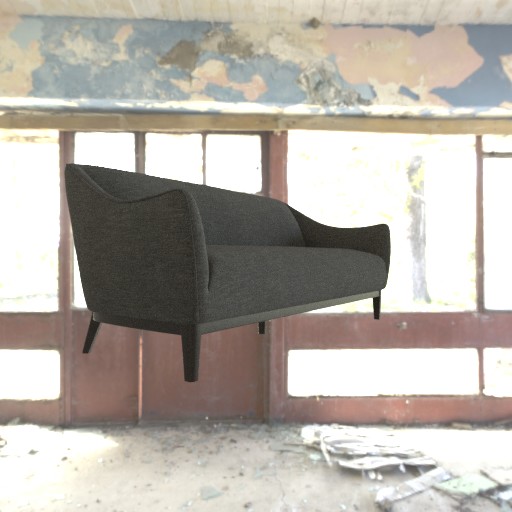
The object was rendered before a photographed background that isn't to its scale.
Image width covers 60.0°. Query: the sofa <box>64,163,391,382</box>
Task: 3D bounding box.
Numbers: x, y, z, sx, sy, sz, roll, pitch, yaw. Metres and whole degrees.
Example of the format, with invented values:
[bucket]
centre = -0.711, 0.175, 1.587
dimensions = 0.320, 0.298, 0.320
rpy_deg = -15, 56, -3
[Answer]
[sofa]
centre = 0.000, 0.000, 2.389
dimensions = 0.867, 0.829, 1.928
rpy_deg = 0, 0, 35
